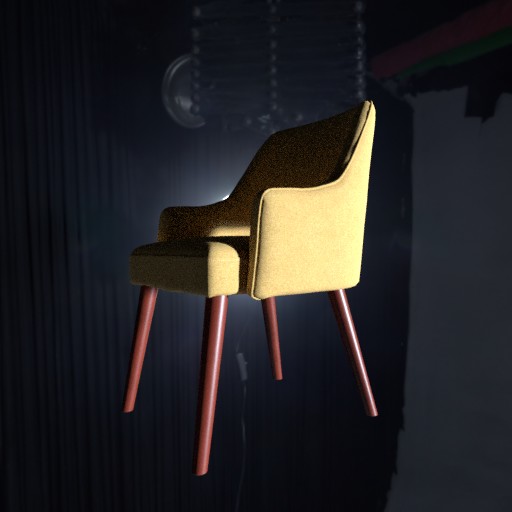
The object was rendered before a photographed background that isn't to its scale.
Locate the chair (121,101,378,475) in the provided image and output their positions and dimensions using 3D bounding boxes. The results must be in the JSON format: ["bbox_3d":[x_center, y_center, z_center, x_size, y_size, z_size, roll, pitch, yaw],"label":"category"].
[{"bbox_3d":[0.000,0.000,1.211,0.605,0.849,0.548,-1,1,-36],"label":"chair"}]
